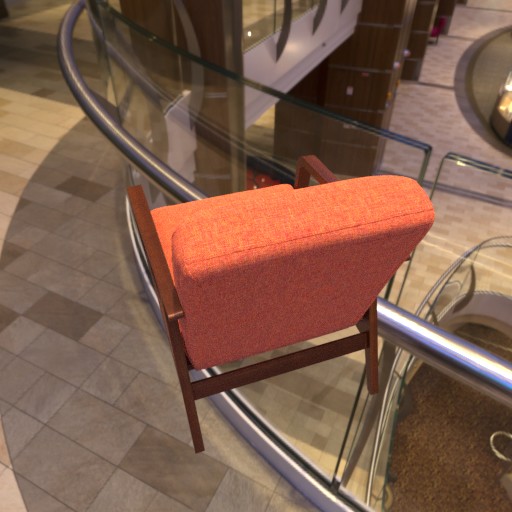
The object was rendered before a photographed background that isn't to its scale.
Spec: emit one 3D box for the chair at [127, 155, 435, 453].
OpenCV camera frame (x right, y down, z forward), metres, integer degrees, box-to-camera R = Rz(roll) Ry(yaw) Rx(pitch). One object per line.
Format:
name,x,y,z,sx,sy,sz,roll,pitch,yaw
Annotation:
chair,0.000,0.000,1.482,0.719,0.890,0.860,-13,43,-14
